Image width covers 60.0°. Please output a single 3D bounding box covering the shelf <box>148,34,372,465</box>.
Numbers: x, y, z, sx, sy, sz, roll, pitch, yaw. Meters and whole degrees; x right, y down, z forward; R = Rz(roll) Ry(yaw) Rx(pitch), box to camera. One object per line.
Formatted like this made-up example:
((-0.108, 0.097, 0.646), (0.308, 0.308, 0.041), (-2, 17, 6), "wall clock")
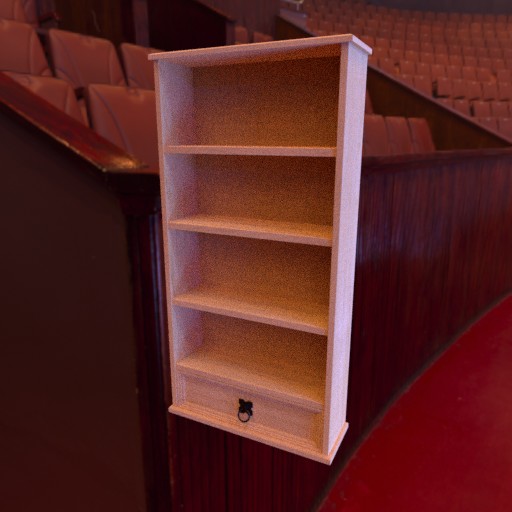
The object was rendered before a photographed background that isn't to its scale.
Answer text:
((0.000, 0.000, 1.208), (0.520, 1.030, 0.175), (7, 17, 26), "shelf")
